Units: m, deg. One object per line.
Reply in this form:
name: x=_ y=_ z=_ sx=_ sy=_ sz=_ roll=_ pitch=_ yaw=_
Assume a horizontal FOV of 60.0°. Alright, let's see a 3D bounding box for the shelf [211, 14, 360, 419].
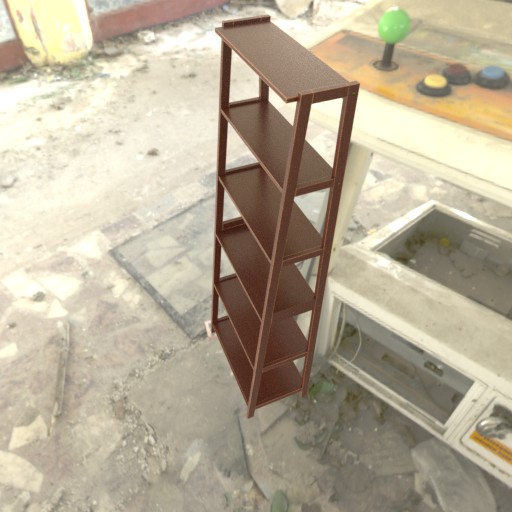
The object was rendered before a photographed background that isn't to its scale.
shelf: x=0.000 y=0.000 z=2.121 sx=0.381 sy=1.892 sz=0.660 roll=-17 pitch=48 yaw=-16
